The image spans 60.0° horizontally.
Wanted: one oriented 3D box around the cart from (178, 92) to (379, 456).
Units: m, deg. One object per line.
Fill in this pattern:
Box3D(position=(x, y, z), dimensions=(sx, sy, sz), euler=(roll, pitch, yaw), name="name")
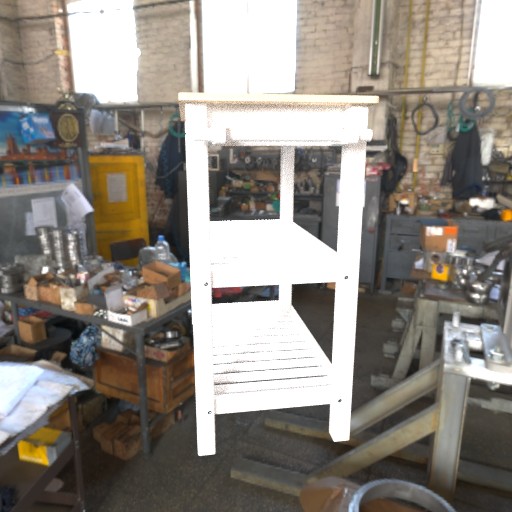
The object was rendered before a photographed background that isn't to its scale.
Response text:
Box3D(position=(0.000, 0.000, 1.463), dimensions=(0.457, 0.927, 0.899), euler=(-2, 14, -9), name="cart")
